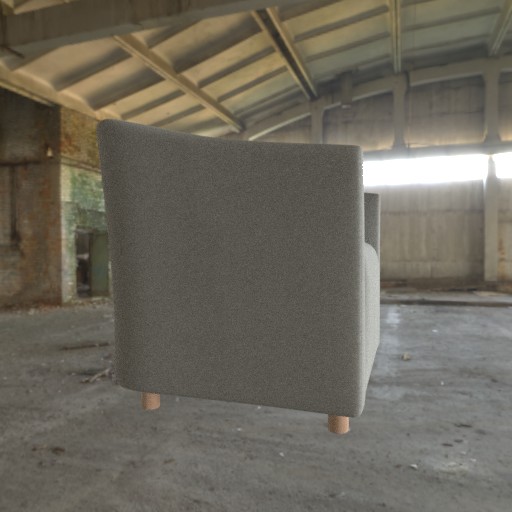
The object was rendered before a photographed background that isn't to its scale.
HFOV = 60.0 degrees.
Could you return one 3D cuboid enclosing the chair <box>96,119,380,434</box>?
[{"bbox_3d":[0.000,0.000,1.329,0.700,0.720,0.790,0,0,18],"label":"chair"}]
